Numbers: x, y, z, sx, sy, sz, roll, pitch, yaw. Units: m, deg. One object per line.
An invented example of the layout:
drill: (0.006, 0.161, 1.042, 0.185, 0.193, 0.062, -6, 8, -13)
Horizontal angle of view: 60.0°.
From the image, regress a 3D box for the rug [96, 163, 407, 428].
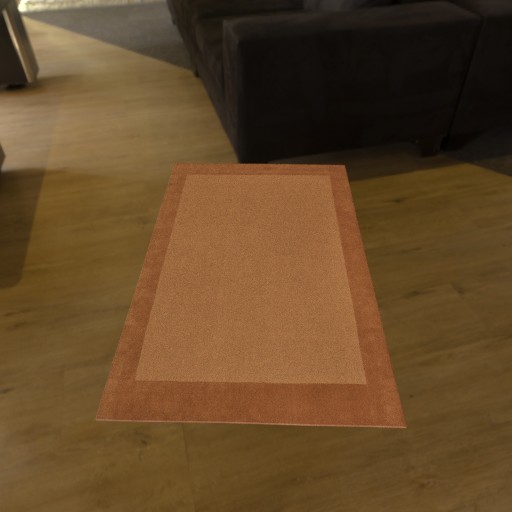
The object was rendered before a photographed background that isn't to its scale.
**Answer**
rug: (0.000, 0.000, 3.065, 1.524, 0.014, 2.438, 1, 42, 1)
